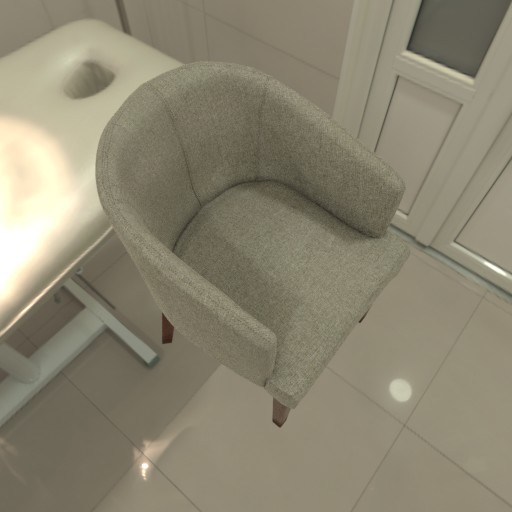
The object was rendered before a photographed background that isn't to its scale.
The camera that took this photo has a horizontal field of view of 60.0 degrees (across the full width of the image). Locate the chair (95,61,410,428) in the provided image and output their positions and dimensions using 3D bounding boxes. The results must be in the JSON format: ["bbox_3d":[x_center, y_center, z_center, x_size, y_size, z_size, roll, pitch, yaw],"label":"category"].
[{"bbox_3d":[0.000,0.000,1.212,0.655,0.811,0.583,35,65,19],"label":"chair"}]
